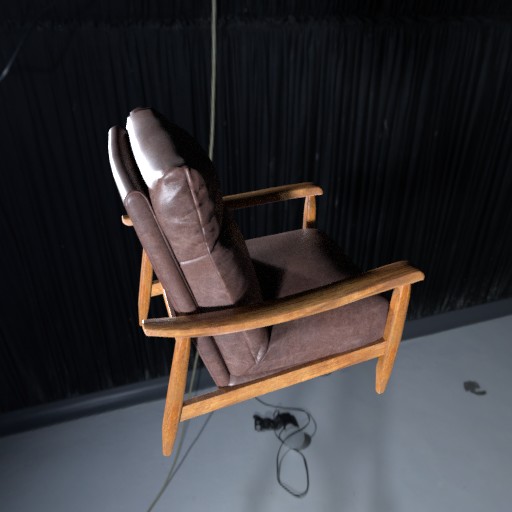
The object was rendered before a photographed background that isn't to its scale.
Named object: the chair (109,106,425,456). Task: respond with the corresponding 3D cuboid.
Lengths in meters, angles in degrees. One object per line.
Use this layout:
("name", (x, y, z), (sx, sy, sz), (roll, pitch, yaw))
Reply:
("chair", (0.000, 0.000, 1.505), (0.830, 0.897, 0.782), (-10, 33, -16))
